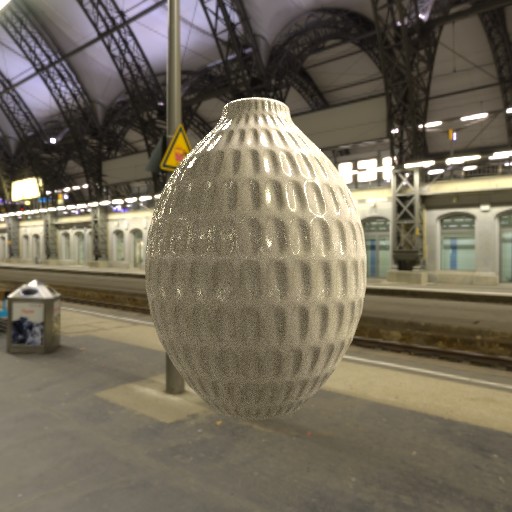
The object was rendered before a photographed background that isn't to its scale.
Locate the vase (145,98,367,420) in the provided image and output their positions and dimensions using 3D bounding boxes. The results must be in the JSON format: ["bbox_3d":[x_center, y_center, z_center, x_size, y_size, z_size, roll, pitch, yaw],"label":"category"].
[{"bbox_3d":[0.000,0.000,0.334,0.162,0.223,0.162,0,1,0],"label":"vase"}]
